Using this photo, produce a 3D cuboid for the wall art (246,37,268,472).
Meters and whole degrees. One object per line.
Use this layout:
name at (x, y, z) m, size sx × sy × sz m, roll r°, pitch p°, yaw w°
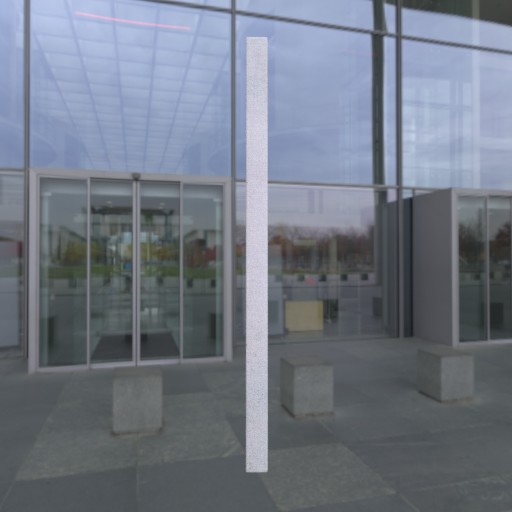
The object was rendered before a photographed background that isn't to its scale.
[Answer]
wall art at (0.000, 0.000, 1.155) m, size 0.038 × 0.762 × 0.762 m, roll 0°, pitch -1°, yaw 0°
